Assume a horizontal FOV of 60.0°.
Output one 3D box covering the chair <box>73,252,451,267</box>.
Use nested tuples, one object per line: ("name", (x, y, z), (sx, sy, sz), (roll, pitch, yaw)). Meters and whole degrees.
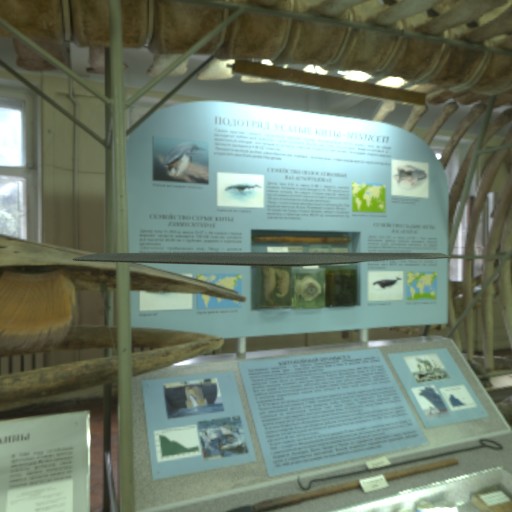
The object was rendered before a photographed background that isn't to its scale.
("chair", (0.000, 0.000, 1.831), (1.219, 0.024, 1.372), (1, 1, 37))
